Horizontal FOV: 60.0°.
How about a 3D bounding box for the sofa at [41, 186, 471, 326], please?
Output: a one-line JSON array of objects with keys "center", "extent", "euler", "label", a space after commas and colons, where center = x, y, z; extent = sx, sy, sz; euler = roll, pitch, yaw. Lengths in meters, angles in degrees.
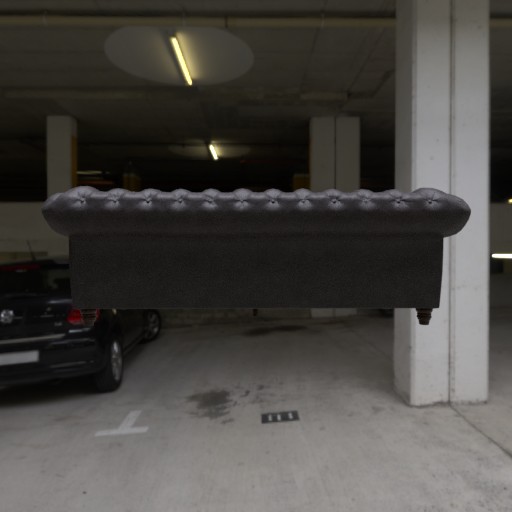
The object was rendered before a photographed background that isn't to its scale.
[{"center": [0.000, 0.000, 2.812], "extent": [2.385, 0.783, 0.944], "euler": [0, 1, -1], "label": "sofa"}]
